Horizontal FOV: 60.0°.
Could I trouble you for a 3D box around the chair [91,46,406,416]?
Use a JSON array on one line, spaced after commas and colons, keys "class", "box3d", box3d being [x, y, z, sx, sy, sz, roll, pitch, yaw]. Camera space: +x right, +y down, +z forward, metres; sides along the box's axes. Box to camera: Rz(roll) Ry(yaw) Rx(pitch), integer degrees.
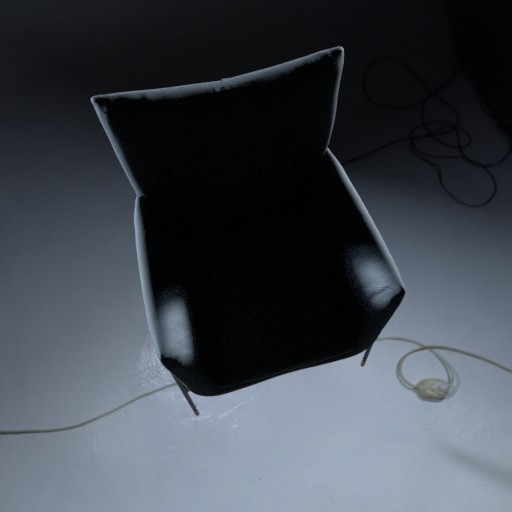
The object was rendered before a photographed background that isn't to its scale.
[{"class": "chair", "box3d": [0.000, 0.000, 1.377, 0.678, 0.858, 0.709, -14, 65, -7]}]
